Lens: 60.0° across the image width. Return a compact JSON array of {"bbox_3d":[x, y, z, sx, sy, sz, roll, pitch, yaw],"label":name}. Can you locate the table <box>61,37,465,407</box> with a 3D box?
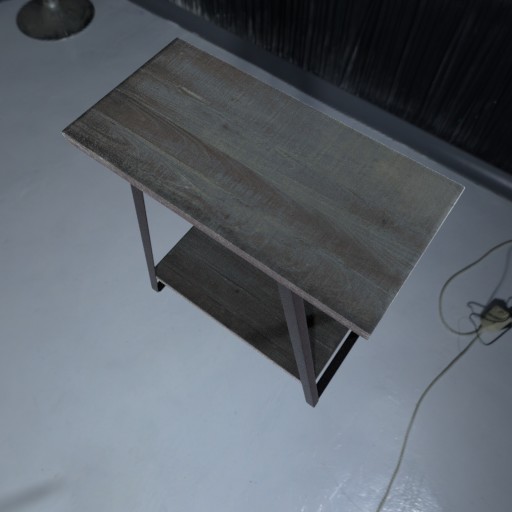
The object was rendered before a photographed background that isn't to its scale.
[{"bbox_3d":[0.000,0.000,1.035,0.599,0.701,0.300,33,68,16],"label":"table"}]
